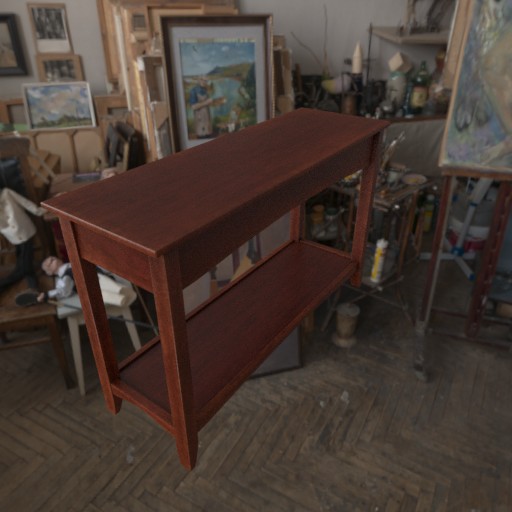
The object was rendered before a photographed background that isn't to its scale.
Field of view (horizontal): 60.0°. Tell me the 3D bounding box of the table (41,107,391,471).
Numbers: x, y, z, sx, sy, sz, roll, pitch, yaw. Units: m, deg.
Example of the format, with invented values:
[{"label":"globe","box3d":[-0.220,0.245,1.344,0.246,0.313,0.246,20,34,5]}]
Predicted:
[{"label":"table","box3d":[0.000,0.000,1.542,0.392,0.739,1.188,21,37,30]}]
